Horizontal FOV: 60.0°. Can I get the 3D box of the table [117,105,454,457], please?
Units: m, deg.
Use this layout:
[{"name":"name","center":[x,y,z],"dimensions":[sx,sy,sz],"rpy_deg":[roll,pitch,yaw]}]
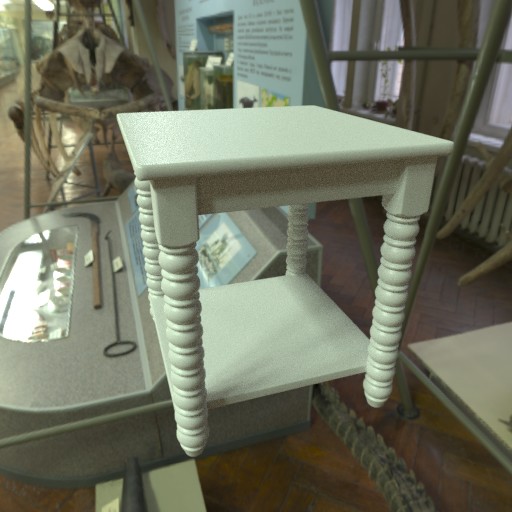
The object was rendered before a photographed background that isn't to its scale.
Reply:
[{"name":"table","center":[0.000,0.000,0.982],"dimensions":[0.500,0.563,0.533],"rpy_deg":[-8,26,-17]}]
